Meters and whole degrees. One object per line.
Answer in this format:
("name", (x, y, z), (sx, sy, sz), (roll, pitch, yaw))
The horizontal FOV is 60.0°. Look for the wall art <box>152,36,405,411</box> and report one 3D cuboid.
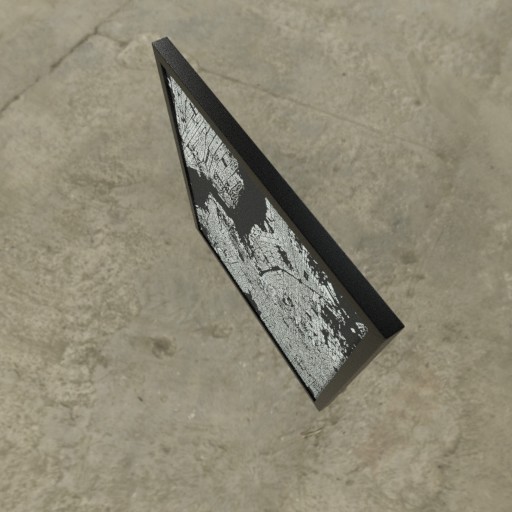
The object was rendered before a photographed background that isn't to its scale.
("wall art", (0.000, 0.000, 1.127), (0.038, 0.761, 0.755), (-30, 67, -14))
